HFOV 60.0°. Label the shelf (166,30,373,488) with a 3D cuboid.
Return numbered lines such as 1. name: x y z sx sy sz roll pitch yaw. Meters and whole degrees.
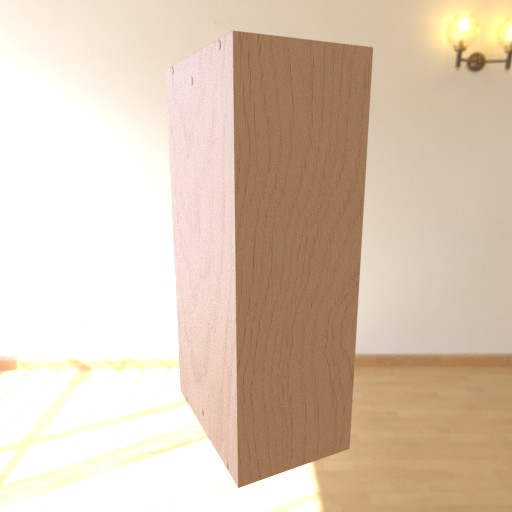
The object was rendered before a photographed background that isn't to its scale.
1. shelf: 0.000 0.000 0.731 0.200 0.600 0.290 -7 15 -25
